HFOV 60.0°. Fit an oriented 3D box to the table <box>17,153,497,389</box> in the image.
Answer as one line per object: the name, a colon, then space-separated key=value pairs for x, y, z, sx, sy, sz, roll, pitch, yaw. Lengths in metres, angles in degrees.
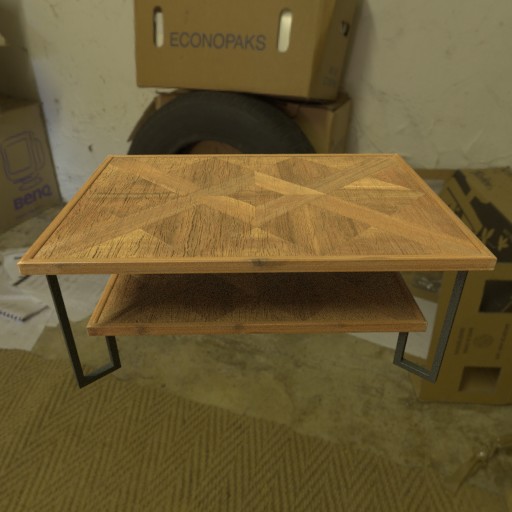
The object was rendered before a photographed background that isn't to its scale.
table: x=0.000 y=0.000 z=1.639 sx=1.238 sy=0.492 sz=0.877 roll=-1 pitch=31 yaw=-1
